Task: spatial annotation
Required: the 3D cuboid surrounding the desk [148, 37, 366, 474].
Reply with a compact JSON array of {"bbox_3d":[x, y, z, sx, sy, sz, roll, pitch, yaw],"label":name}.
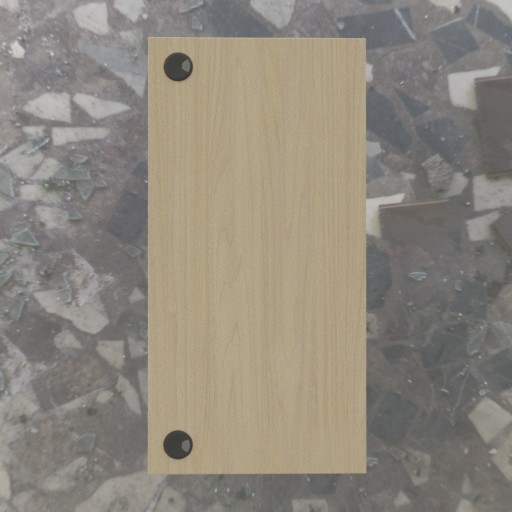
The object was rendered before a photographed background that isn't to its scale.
[{"bbox_3d":[0.000,0.000,1.591,0.600,0.750,1.200,0,90,-1],"label":"desk"}]
